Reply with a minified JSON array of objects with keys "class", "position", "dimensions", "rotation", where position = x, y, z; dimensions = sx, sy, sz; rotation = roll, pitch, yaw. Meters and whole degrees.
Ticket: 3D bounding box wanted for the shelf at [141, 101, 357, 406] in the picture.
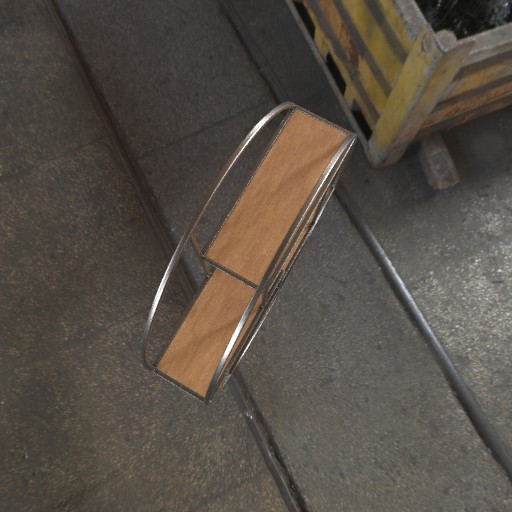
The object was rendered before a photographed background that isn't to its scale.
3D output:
[{"class":"shelf","position":[0.000,0.000,1.355],"dimensions":[0.202,0.888,0.888],"rotation":[29,77,7]}]
